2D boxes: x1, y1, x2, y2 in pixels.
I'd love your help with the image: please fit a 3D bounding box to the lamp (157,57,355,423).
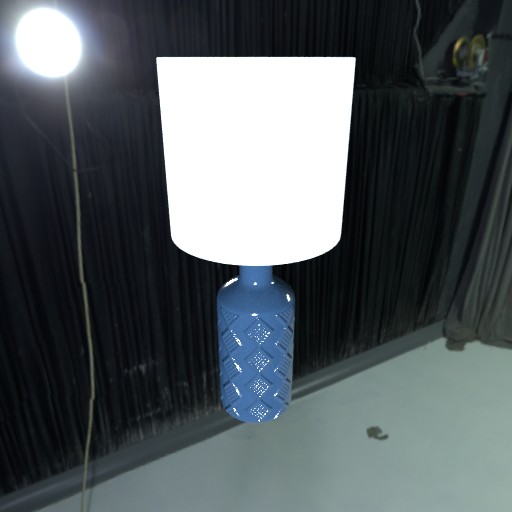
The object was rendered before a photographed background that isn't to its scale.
[{"bbox_3d":[0.000,0.000,0.564,0.207,0.461,0.207,-16,29,-32],"label":"lamp"}]
